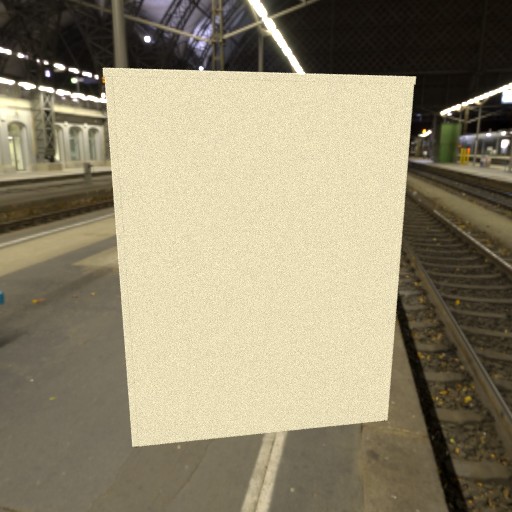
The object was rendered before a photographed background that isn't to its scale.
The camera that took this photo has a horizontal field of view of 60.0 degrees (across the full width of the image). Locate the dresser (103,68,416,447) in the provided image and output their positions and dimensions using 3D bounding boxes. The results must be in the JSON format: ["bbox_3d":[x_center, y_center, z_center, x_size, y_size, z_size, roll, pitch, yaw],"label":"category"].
[{"bbox_3d":[0.000,0.000,1.420,0.800,1.040,0.380,-2,14,-9],"label":"dresser"}]
